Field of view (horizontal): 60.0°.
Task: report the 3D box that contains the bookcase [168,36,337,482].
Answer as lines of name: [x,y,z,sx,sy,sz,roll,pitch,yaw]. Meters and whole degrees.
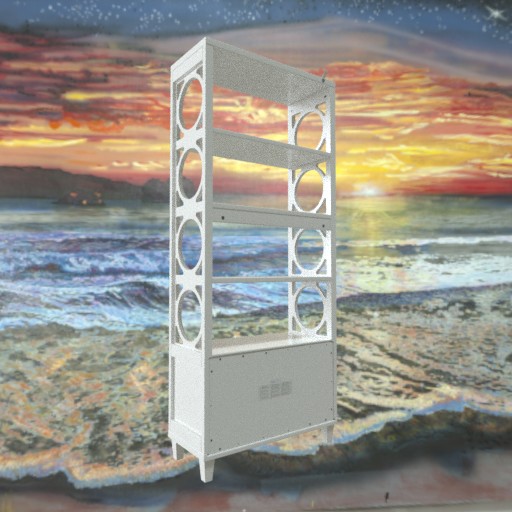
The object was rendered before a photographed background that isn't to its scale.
bookcase: [0.000,0.000,2.156,0.761,1.869,0.361,1,-2,-36]
